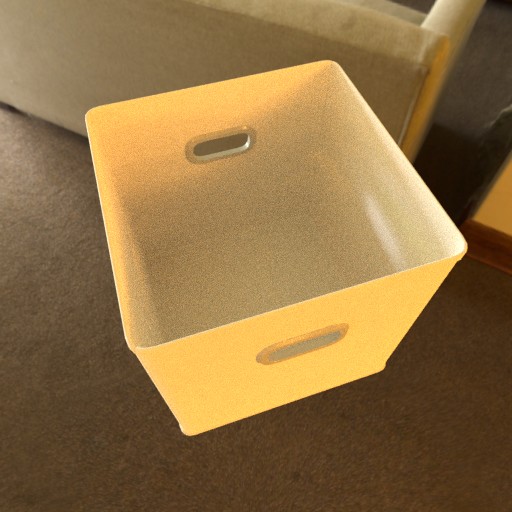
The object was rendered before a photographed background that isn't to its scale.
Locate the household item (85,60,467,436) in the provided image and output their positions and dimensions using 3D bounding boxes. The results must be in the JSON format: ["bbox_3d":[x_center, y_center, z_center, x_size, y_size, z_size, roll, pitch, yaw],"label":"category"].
[{"bbox_3d":[0.000,0.000,0.565,0.305,0.305,0.305,-16,58,-10],"label":"household item"}]
